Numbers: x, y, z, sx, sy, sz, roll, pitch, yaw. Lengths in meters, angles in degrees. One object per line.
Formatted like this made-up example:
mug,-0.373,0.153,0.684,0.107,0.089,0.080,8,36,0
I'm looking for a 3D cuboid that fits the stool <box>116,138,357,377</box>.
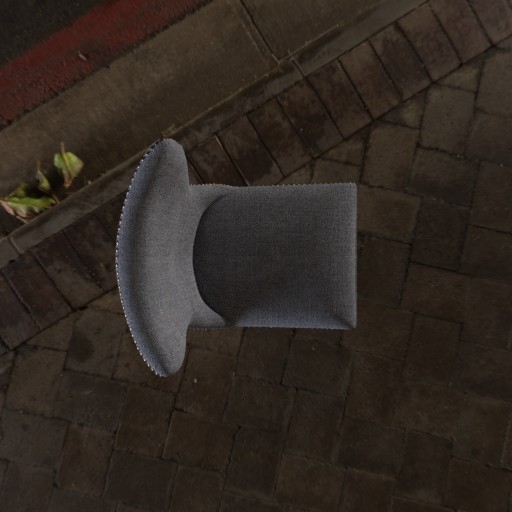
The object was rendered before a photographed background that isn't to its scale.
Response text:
stool,0.000,0.000,1.443,0.606,1.123,0.494,0,90,-1
